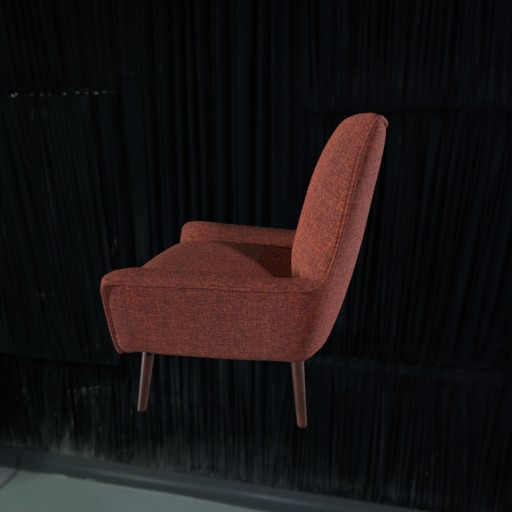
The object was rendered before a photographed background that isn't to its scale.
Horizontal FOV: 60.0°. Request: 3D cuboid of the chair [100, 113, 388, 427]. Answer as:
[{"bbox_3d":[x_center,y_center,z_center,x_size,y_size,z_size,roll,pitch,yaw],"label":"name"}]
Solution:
[{"bbox_3d":[0.000,0.000,1.512,0.784,0.911,0.803,2,16,9],"label":"chair"}]
